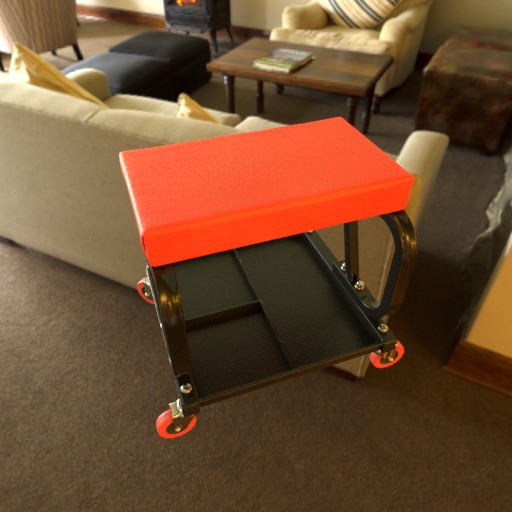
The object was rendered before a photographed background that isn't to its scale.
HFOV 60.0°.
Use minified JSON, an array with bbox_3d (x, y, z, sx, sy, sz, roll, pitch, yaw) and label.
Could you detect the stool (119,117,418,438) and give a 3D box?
[{"bbox_3d":[0.000,0.000,0.760,0.446,0.380,0.371,-13,43,-15],"label":"stool"}]
